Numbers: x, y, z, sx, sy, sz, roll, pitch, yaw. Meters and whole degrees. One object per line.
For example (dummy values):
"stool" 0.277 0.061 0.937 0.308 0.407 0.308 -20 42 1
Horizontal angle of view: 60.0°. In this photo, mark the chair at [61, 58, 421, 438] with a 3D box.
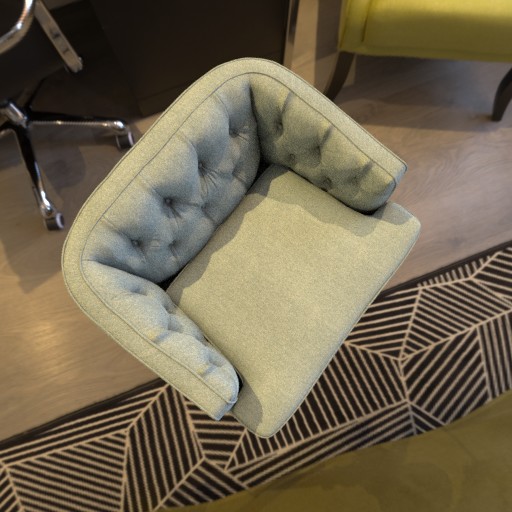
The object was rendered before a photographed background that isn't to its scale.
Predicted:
"chair" 0.000 0.000 1.744 0.945 0.852 1.094 37 80 8
